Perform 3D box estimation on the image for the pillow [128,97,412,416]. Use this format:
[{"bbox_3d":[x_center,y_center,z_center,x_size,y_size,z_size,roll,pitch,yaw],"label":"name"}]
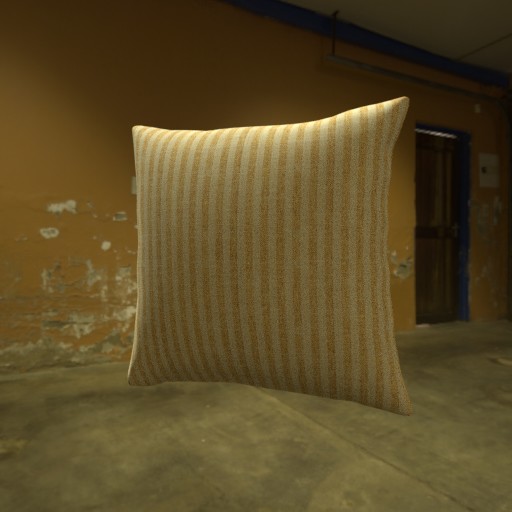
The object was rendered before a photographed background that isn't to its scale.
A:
[{"bbox_3d":[0.000,0.000,0.631,0.419,0.407,0.173,0,0,18],"label":"pillow"}]
